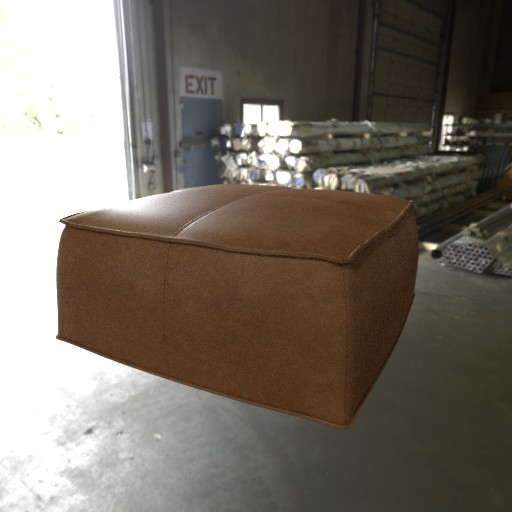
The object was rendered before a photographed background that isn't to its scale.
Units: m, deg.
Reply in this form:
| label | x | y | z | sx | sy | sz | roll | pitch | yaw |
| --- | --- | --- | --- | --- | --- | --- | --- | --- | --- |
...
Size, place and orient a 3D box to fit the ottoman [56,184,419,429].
| label | x | y | z | sx | sy | sz | roll | pitch | yaw |
| --- | --- | --- | --- | --- | --- | --- | --- | --- | --- |
| ottoman | 0.000 | 0.000 | 1.385 | 0.902 | 0.395 | 0.901 | 8 | 18 | 27 |
